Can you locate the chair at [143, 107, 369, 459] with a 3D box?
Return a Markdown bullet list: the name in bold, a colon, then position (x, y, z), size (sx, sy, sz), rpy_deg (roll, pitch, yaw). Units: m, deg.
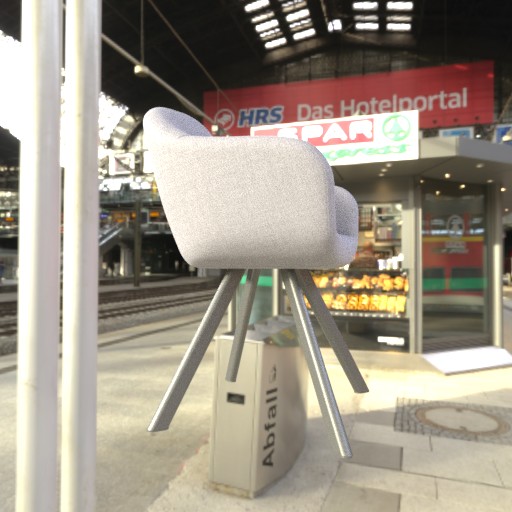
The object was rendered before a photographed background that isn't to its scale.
- **chair**: position (0.000, 0.000, 1.179), size (0.550, 0.795, 0.590), rpy_deg (0, -1, 18)
